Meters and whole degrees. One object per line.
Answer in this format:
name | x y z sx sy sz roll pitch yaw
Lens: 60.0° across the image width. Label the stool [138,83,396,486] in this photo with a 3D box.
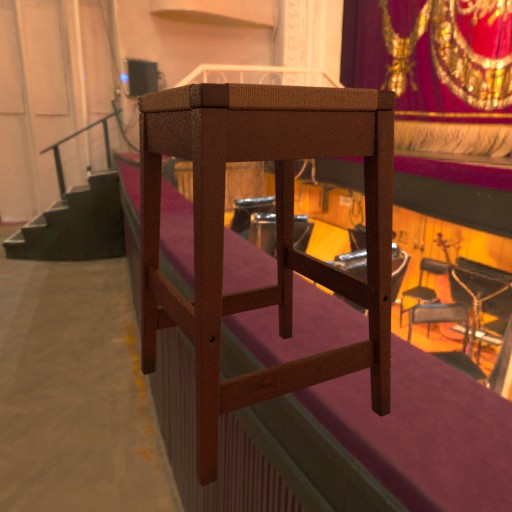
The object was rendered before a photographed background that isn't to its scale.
stool | 0.000 0.000 1.101 0.507 0.762 0.497 -9 19 -26
